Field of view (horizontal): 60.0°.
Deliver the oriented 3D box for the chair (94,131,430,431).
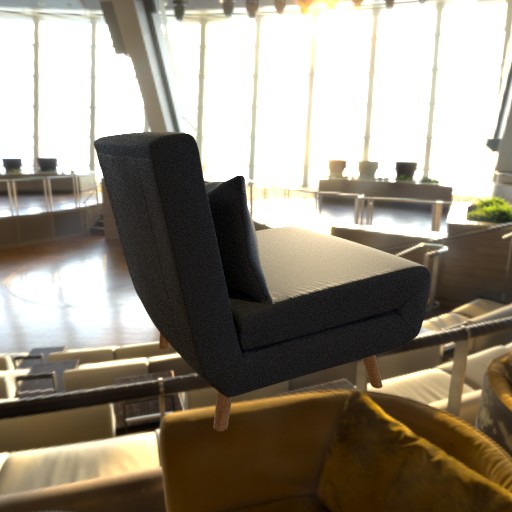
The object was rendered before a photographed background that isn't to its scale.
[{"bbox_3d":[0.000,0.000,1.506,0.900,0.808,0.770,-8,17,-27],"label":"chair"}]
